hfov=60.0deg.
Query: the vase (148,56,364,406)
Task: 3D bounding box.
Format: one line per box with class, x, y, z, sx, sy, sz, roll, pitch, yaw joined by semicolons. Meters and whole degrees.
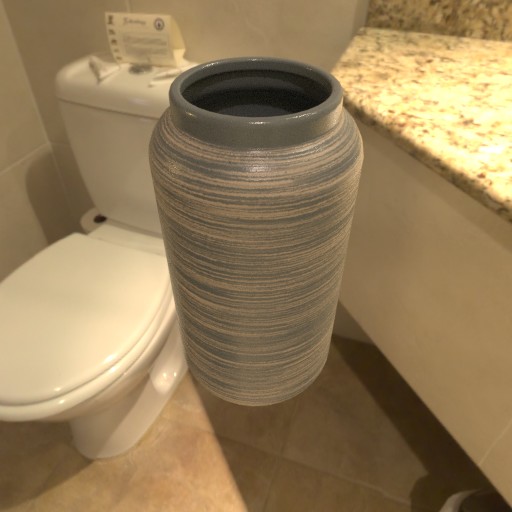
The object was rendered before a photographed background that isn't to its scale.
vase;0.000;0.000;0.297;0.116;0.230;0.116;0;42;0
